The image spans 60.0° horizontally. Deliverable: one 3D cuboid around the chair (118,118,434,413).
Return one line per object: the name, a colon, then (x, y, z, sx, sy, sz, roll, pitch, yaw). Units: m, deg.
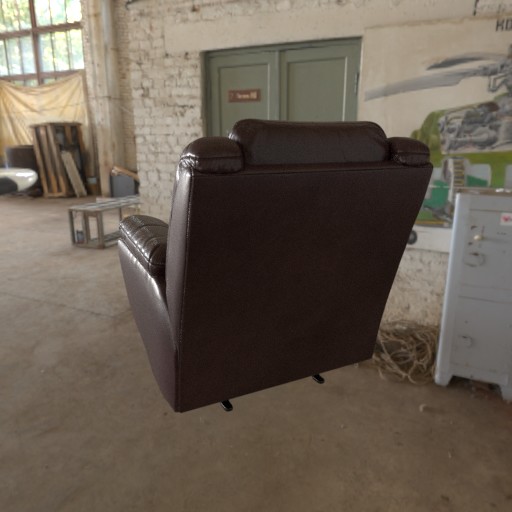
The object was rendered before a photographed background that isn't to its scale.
chair: (0.000, 0.000, 1.906, 0.990, 1.093, 1.041, -8, 17, -26)
